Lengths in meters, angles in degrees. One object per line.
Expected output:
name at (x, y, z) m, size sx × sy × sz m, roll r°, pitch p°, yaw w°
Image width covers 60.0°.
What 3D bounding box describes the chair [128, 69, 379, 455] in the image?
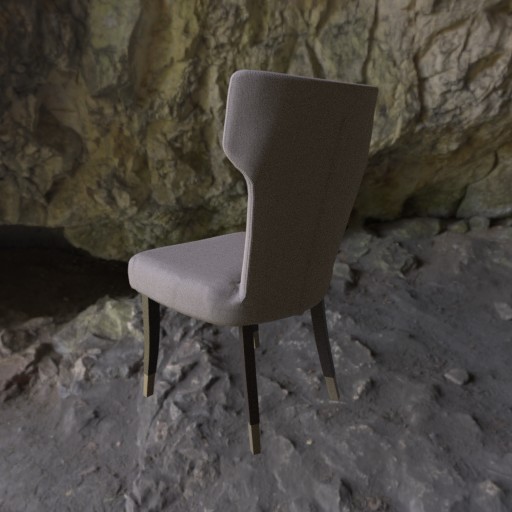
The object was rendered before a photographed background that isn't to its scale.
chair at (0.000, 0.000, 1.317) m, size 0.526 × 0.955 × 0.630 m, roll -14°, pitch 21°, yaw -42°
